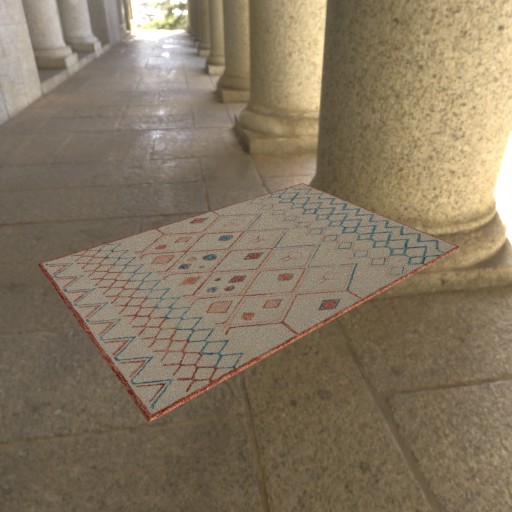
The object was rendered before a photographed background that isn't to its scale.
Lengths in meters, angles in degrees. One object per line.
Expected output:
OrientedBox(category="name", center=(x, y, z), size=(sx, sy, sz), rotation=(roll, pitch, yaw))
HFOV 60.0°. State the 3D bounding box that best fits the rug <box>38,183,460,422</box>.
OrientedBox(category="rug", center=(0.000, 0.000, 2.301), size=(1.829, 0.016, 1.219), rotation=(-22, 36, -32))
